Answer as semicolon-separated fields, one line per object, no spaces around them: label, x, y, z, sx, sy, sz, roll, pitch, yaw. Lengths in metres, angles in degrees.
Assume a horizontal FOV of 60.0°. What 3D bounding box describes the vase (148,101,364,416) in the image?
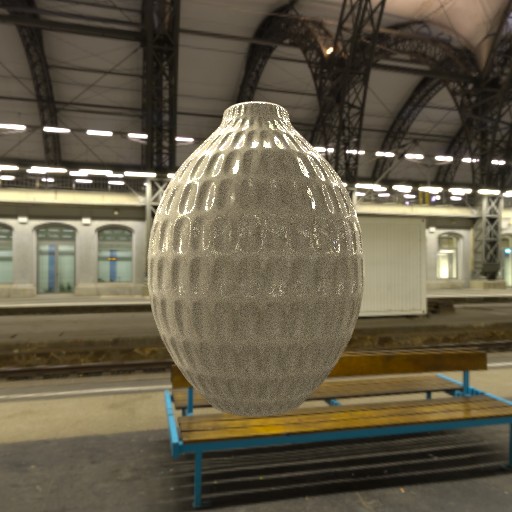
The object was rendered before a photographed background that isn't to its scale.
vase;0.000;0.000;0.340;0.162;0.223;0.162;0;-1;0
